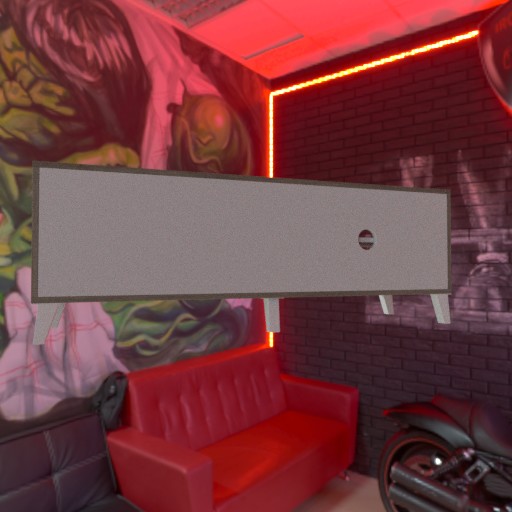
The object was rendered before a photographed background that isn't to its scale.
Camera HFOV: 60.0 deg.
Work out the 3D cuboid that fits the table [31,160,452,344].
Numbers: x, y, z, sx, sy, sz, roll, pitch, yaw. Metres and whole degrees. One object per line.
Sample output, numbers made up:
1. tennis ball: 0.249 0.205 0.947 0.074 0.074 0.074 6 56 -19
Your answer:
1. table: 0.000 0.000 1.705 1.500 0.530 0.400 0 -2 -19
